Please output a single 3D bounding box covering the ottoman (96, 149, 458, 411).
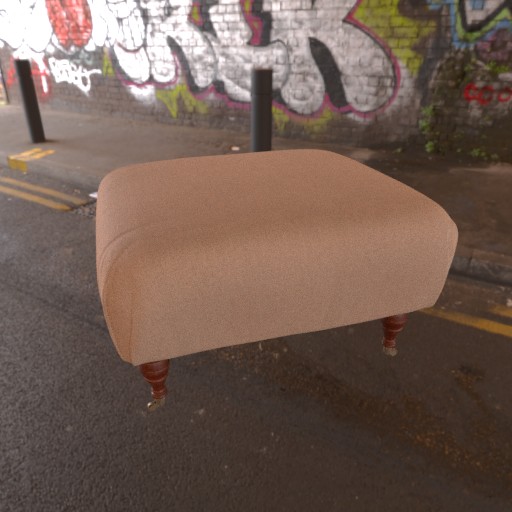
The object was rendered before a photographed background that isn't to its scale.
[{"bbox_3d":[0.000,0.000,1.135,0.746,0.450,0.639,-8,27,-16],"label":"ottoman"}]
